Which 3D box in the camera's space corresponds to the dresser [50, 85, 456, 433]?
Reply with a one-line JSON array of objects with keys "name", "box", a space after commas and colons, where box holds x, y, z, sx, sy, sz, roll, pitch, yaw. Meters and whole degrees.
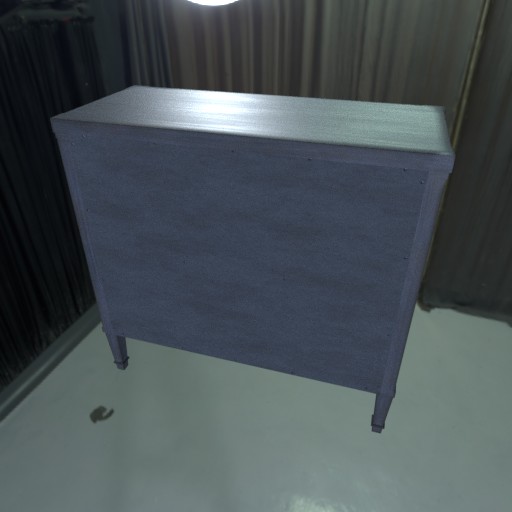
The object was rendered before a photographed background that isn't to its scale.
[{"name": "dresser", "box": [0.000, 0.000, 1.543, 1.049, 0.986, 0.463, 9, 33, 14]}]
